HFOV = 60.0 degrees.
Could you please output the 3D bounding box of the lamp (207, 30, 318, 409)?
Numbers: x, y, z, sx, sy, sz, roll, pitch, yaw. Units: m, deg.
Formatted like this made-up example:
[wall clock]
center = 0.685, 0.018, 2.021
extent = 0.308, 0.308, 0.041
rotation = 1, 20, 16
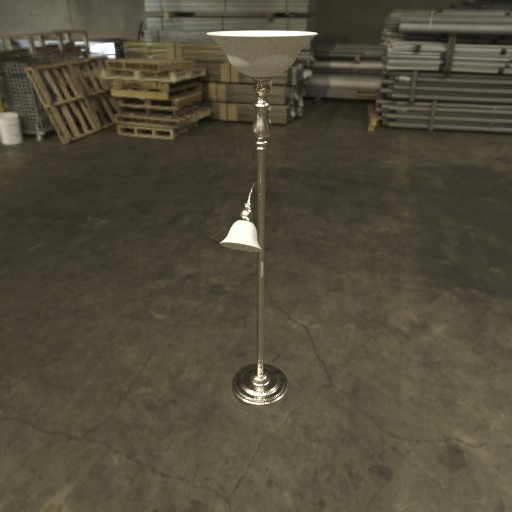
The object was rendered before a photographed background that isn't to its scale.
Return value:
[lamp]
center = 0.000, 0.000, 1.992
extent = 0.405, 1.785, 0.575
rotation = 8, 30, 13
